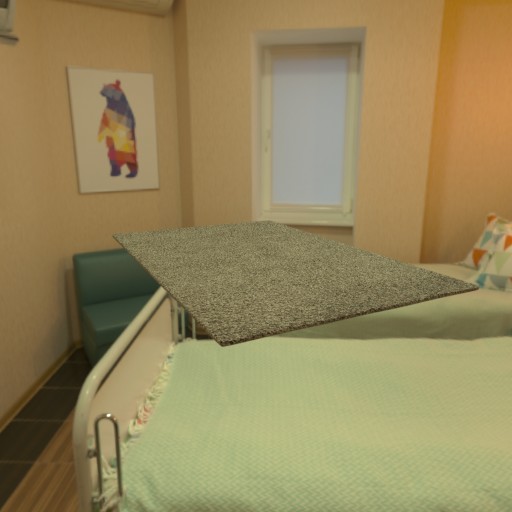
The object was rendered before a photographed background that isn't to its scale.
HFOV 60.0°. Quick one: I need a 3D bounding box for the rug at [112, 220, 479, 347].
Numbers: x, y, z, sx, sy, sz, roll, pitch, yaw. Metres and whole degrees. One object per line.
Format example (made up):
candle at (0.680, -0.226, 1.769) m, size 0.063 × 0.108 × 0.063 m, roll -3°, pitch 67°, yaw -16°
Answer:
rug at (0.000, 0.000, 3.581) m, size 1.778 × 0.030 × 2.743 m, roll -7°, pitch 16°, yaw -26°
